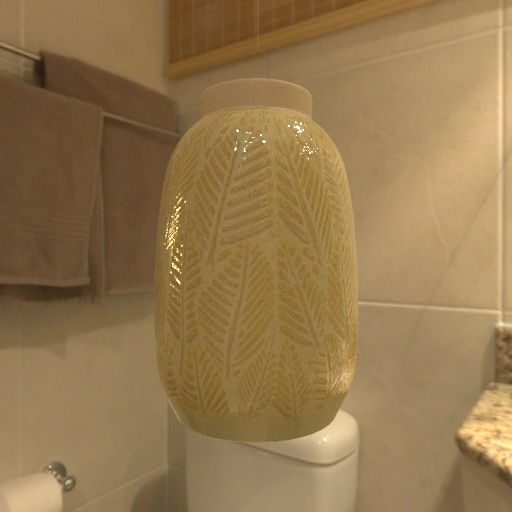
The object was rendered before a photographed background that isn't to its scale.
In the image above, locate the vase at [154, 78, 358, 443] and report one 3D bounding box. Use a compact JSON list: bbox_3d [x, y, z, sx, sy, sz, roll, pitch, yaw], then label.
[{"bbox_3d":[0.000,0.000,0.383,0.172,0.270,0.172,0,0,0],"label":"vase"}]
